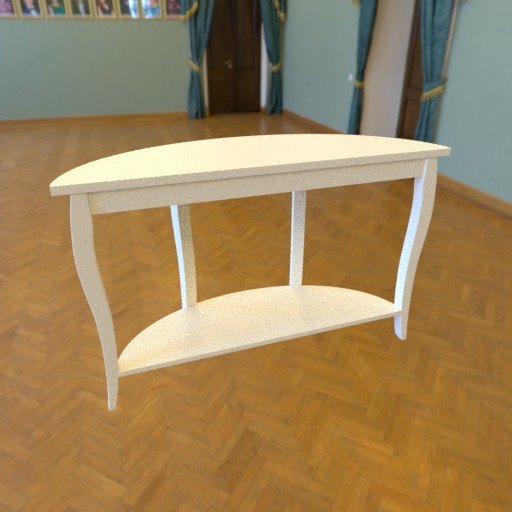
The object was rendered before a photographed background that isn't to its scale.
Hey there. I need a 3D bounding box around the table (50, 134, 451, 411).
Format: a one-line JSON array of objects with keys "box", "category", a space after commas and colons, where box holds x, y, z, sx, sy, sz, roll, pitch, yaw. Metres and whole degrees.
[{"box": [0.000, 0.000, 1.618, 1.219, 0.780, 0.394, -9, 28, -17], "category": "table"}]
